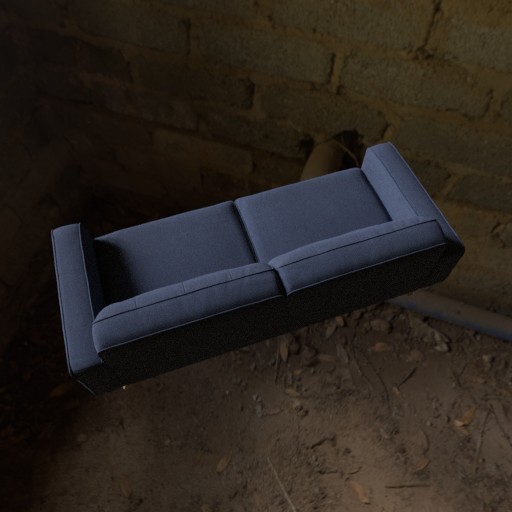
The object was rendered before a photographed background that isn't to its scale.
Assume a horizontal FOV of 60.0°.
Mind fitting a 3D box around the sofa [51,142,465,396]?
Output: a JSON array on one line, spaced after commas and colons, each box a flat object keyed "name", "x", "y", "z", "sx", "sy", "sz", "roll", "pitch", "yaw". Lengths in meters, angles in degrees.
[{"name": "sofa", "x": 0.000, "y": 0.000, "z": 2.723, "sx": 2.270, "sy": 0.782, "sz": 0.953, "roll": -16, "pitch": 60, "yaw": -10}]
